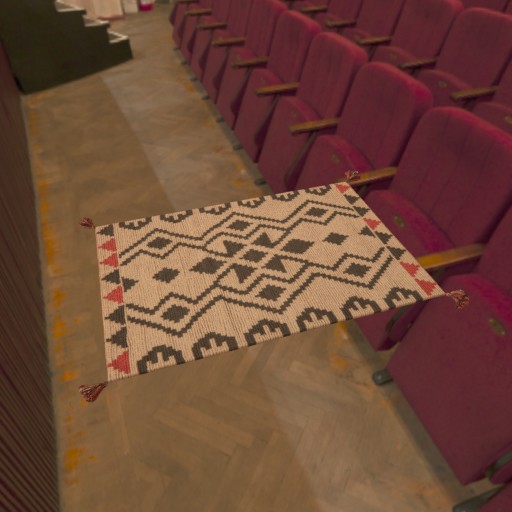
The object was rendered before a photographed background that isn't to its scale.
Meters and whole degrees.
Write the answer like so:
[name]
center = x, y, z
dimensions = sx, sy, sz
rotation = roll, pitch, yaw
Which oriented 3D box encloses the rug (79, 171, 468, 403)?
[rug]
center = 0.000, 0.000, 2.670
dimensions = 2.069, 0.067, 1.444
rotation = -12, 43, -13
